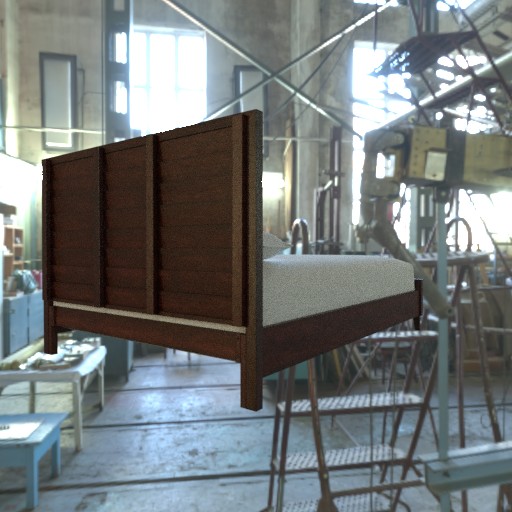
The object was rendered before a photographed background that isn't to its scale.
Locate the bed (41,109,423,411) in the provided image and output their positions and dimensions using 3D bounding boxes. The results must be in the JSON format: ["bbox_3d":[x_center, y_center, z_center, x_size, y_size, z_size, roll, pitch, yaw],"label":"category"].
[{"bbox_3d":[0.000,0.000,3.876,2.040,1.492,2.803,1,1,37],"label":"bed"}]
